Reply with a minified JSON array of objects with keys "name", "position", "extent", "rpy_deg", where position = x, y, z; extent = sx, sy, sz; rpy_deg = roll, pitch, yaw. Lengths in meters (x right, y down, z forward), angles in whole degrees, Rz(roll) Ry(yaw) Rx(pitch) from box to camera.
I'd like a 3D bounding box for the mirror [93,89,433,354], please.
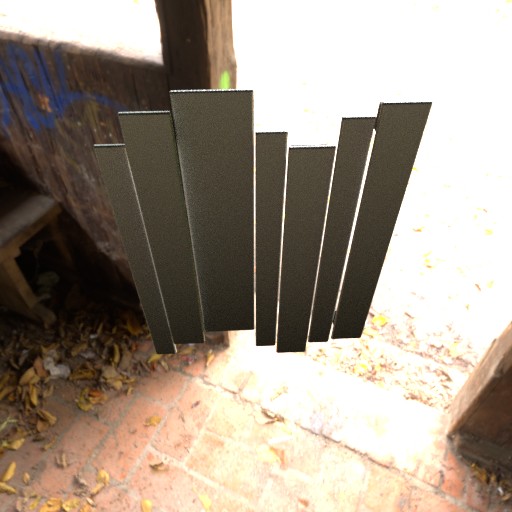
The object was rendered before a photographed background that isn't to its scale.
[{"name":"mirror","position":[0.000,0.000,0.784],"extent":[0.445,0.611,0.058],"rpy_deg":[-2,46,-2]}]
